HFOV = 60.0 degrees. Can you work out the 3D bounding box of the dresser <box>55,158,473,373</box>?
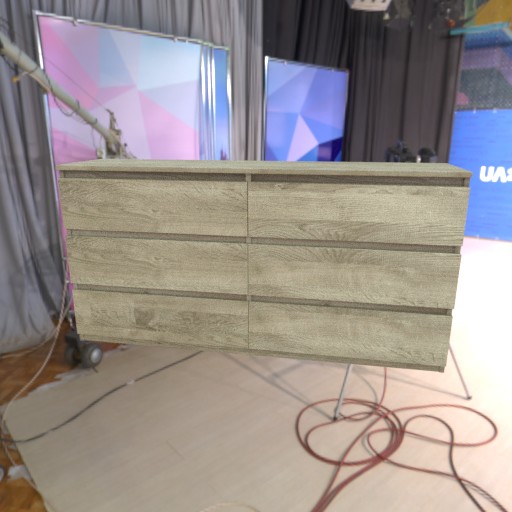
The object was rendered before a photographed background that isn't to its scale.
[{"bbox_3d":[0.000,0.000,1.954,1.590,0.795,0.390,3,17,10],"label":"dresser"}]
